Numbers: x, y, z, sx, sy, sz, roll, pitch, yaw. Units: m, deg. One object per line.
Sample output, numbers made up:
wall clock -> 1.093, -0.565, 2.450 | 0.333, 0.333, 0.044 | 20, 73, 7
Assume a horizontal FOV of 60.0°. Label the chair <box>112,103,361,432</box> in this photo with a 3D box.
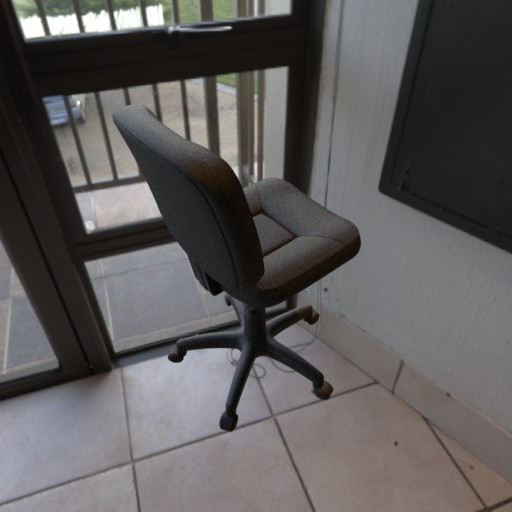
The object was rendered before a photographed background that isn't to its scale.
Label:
chair -> 0.000, 0.000, 1.337 | 0.610, 0.972, 0.610 | -27, 47, -28
